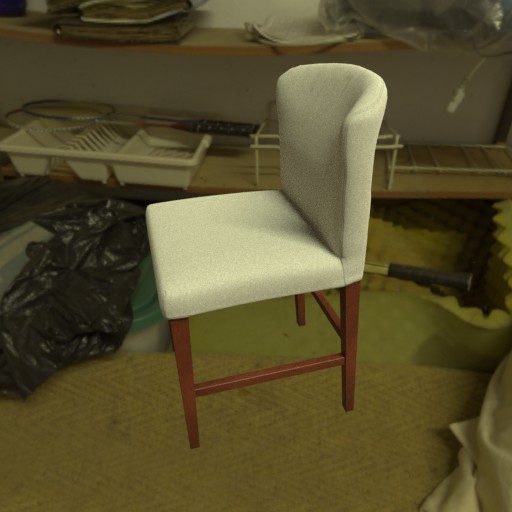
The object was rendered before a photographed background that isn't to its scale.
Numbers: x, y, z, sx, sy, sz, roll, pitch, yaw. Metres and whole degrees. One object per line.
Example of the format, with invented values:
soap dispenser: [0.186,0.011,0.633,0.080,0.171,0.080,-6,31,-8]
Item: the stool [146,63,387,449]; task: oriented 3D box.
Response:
stool: [0.000,0.000,1.252,0.568,0.968,0.479,-9,33,-13]
